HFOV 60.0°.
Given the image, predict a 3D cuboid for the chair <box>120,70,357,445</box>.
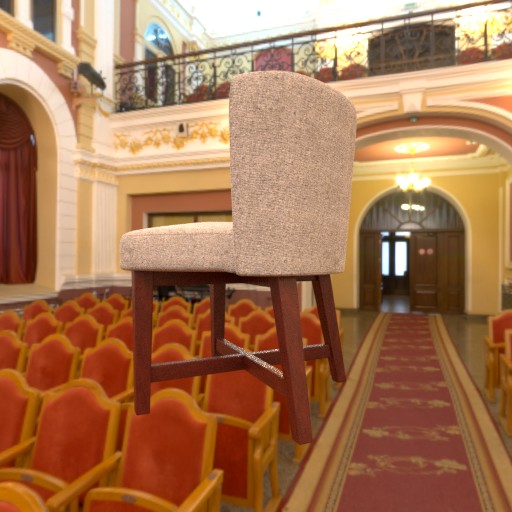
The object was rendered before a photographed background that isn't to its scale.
[{"bbox_3d":[0.000,0.000,1.297,0.575,0.827,0.728,0,-1,20],"label":"chair"}]
